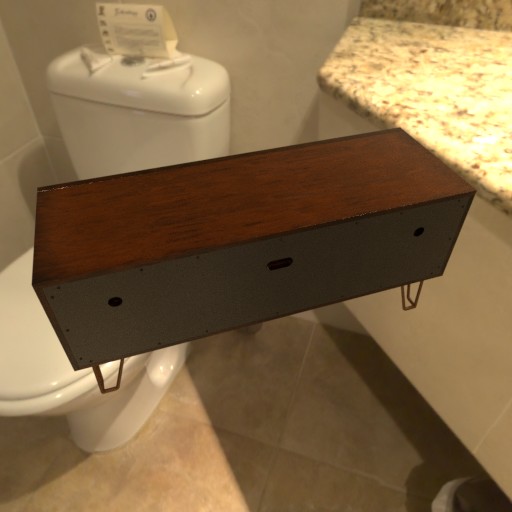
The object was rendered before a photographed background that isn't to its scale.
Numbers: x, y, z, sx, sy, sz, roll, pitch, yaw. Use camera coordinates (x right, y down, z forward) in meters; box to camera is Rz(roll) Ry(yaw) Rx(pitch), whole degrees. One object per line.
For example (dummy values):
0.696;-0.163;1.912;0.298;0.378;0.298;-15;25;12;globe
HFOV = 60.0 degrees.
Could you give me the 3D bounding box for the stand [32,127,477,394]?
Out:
0.000;0.000;1.671;1.372;0.610;0.481;-13;44;-13;stand
